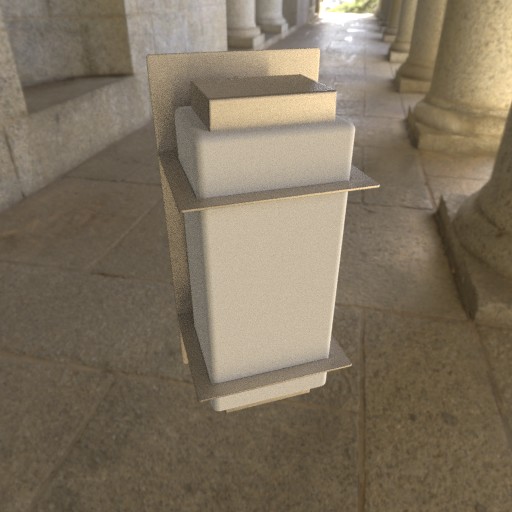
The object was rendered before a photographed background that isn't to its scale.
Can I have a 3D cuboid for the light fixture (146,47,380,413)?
[{"bbox_3d":[0.000,0.000,0.466,0.168,0.380,0.160,-9,33,-14],"label":"light fixture"}]
